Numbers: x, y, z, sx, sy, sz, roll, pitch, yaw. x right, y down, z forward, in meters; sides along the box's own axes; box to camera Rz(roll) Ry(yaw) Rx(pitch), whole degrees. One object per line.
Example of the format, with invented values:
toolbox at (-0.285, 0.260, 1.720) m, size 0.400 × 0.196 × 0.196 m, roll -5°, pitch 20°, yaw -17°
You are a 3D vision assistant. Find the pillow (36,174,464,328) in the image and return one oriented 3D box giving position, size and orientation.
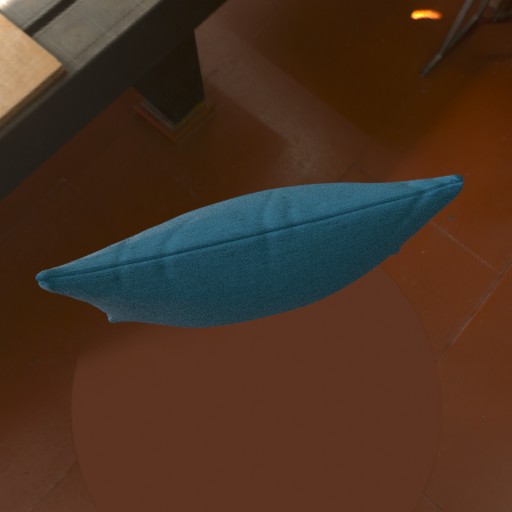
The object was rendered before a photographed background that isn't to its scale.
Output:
pillow at (0.000, 0.000, 0.789) m, size 0.633 × 0.338 × 0.210 m, roll -14°, pitch 74°, yaw -4°
